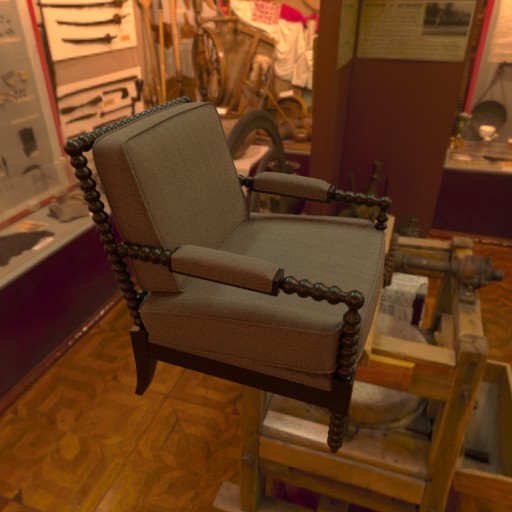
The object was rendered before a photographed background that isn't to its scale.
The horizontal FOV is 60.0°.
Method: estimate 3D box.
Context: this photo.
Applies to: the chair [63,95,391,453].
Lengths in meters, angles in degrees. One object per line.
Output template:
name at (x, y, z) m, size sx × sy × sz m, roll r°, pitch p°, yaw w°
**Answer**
chair at (0.000, 0.000, 1.116) m, size 0.622 × 0.661 × 0.540 m, roll 11°, pitch 32°, yaw 18°
